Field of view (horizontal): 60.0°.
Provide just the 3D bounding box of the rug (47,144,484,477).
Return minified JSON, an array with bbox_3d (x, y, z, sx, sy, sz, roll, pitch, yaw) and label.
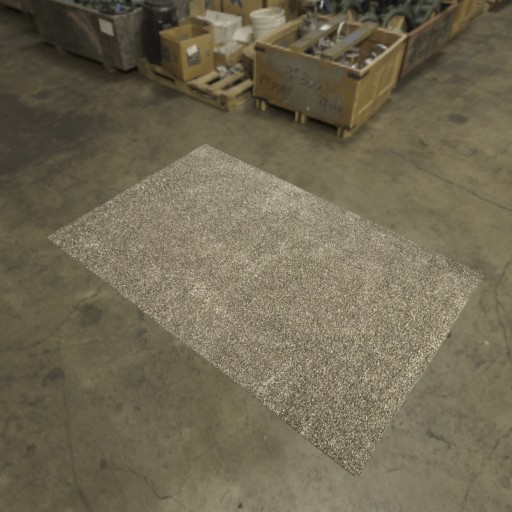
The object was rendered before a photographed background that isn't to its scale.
[{"bbox_3d":[0.000,0.000,2.806,2.350,0.025,1.502,30,52,27],"label":"rug"}]
